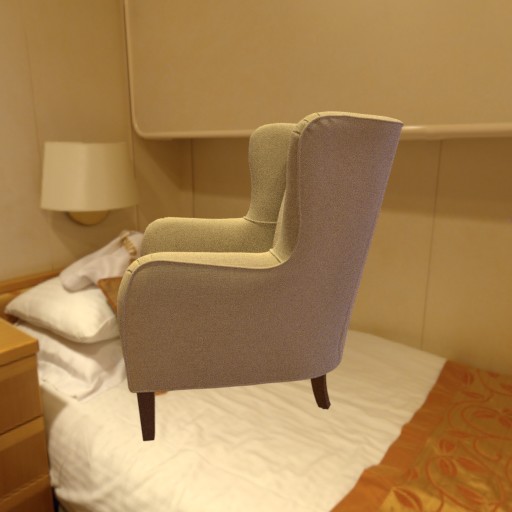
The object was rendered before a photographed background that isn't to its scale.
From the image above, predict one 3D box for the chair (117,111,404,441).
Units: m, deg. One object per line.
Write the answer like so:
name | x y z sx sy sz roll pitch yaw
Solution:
chair | 0.000 0.000 1.749 0.966 1.040 0.838 -2 14 -8
